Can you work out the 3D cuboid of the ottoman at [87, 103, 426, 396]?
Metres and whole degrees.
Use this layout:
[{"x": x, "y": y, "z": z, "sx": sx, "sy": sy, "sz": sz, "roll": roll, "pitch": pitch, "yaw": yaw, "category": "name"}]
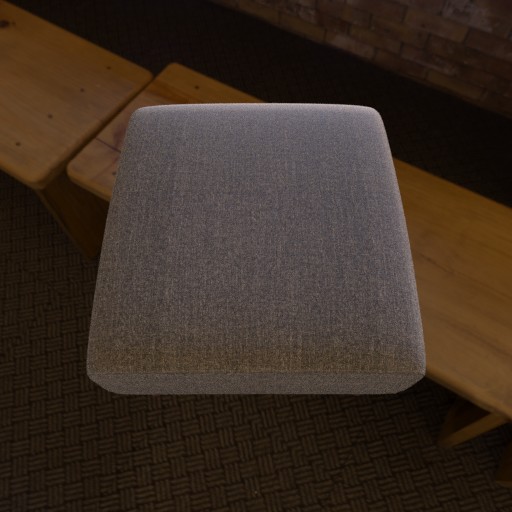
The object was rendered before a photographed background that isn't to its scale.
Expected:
[{"x": 0.000, "y": 0.000, "z": 1.075, "sx": 0.648, "sy": 0.399, "sz": 0.655, "roll": 0, "pitch": 62, "yaw": 0, "category": "ottoman"}]
